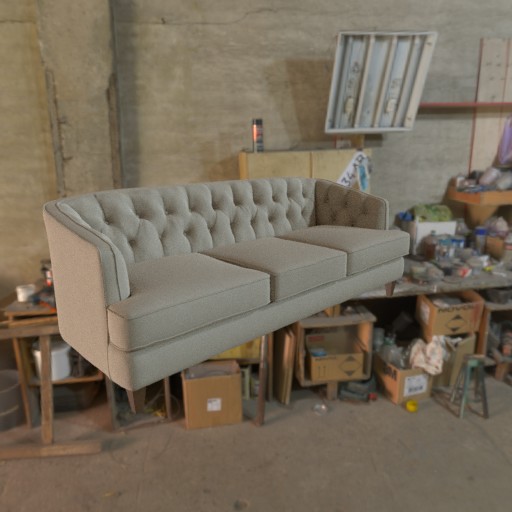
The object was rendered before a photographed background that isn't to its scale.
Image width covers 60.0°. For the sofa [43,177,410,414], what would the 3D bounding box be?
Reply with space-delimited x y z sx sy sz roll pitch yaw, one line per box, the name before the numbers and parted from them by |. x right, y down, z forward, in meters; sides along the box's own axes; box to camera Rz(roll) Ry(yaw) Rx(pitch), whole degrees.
sofa | 0.000 0.000 2.735 2.278 0.855 0.941 -14 20 -43
